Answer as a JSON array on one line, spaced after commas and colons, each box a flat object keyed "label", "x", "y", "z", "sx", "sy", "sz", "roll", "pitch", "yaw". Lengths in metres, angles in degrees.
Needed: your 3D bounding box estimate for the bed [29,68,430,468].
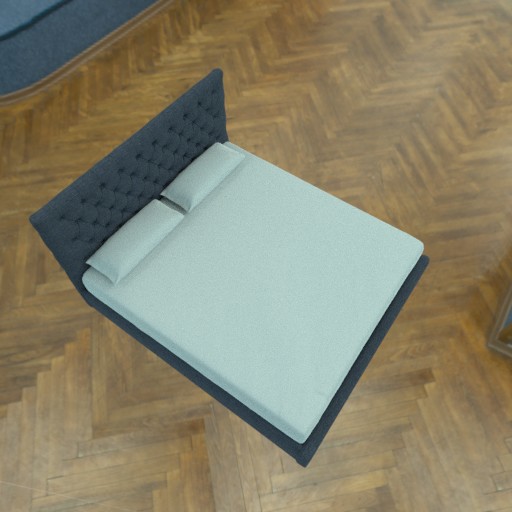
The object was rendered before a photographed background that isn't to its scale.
[{"label": "bed", "x": 0.000, "y": 0.000, "z": 3.657, "sx": 2.387, "sy": 1.427, "sz": 2.078, "roll": 31, "pitch": 63, "yaw": 18}]
